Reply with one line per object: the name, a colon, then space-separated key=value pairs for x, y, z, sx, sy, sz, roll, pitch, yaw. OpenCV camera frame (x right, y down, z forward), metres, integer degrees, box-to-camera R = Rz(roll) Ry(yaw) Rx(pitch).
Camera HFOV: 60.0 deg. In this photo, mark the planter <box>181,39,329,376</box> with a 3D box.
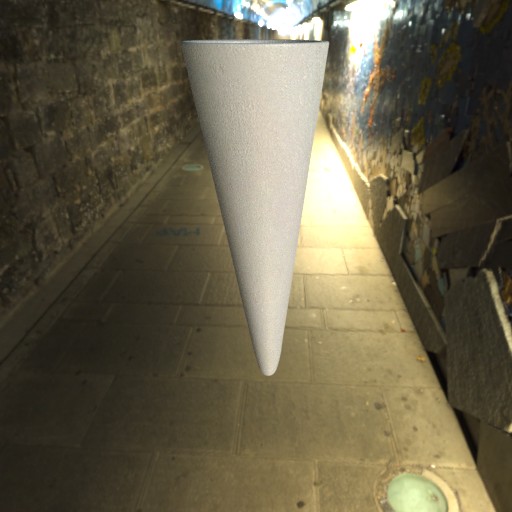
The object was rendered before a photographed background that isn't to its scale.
planter: x=0.000 y=0.000 z=0.219 sx=0.057 sy=0.191 sz=0.064 roll=9 pitch=28 yaw=17
